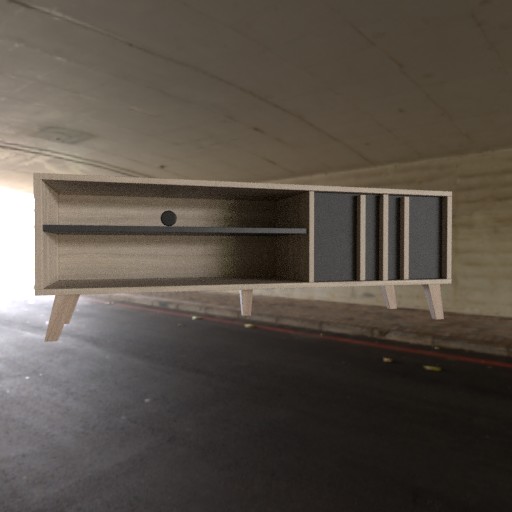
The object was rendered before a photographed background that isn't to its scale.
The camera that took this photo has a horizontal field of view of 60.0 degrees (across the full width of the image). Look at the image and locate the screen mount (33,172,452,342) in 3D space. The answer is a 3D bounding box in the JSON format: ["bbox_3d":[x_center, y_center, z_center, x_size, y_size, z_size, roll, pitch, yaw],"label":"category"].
[{"bbox_3d":[0.000,0.000,1.727,1.500,0.509,0.401,0,1,-17],"label":"screen mount"}]
